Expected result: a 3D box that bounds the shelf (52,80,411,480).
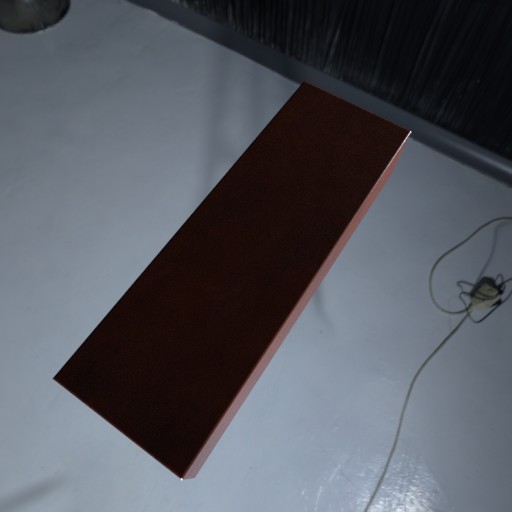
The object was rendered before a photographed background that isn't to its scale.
[{"bbox_3d":[0.000,0.000,0.517,0.152,0.088,0.457,31,68,14],"label":"shelf"}]
